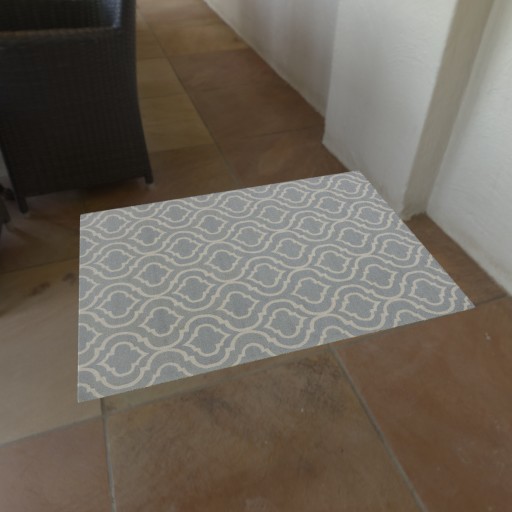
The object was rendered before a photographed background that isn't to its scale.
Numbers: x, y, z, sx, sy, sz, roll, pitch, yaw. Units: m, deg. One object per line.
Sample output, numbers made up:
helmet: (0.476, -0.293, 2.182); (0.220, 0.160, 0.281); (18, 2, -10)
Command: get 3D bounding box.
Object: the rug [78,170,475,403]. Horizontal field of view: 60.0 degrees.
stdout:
rug: (0.000, 0.000, 2.721); (2.080, 0.010, 1.451); (-11, 44, -12)
